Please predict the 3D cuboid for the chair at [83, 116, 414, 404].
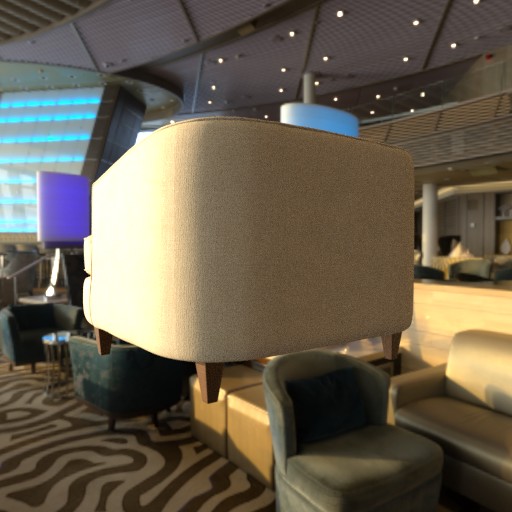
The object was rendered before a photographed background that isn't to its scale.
[{"bbox_3d":[0.000,0.000,1.739,1.118,0.787,0.914,-1,2,-35],"label":"chair"}]
